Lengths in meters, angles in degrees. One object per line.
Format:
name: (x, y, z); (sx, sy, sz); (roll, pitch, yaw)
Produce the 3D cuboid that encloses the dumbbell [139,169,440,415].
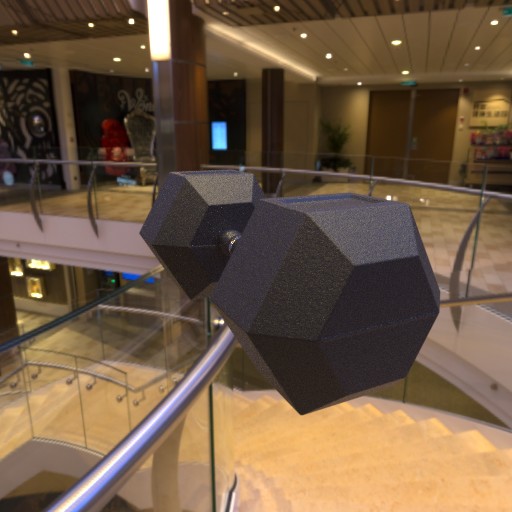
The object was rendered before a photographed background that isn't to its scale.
dumbbell: (0.000, 0.000, 0.461); (0.173, 0.150, 0.384); (-8, 17, -25)
